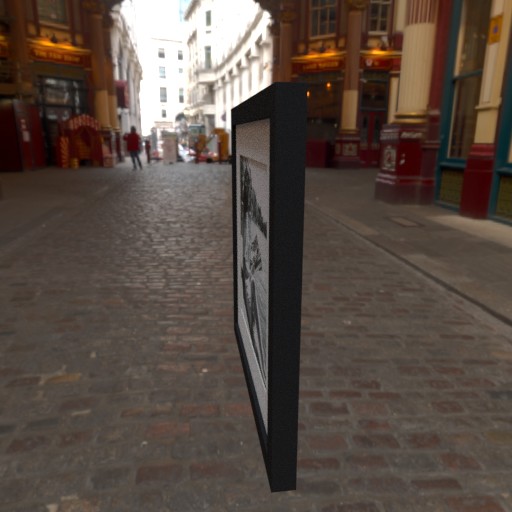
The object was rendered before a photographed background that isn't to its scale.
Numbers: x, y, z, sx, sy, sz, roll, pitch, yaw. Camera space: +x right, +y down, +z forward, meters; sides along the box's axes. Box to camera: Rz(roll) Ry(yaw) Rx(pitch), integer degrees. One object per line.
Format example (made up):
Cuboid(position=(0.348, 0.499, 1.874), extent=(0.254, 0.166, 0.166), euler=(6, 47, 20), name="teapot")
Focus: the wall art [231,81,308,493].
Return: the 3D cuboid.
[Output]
Cuboid(position=(0.000, 0.000, 0.690), extent=(0.030, 0.458, 0.462), euler=(-2, 15, -8), name="wall art")
